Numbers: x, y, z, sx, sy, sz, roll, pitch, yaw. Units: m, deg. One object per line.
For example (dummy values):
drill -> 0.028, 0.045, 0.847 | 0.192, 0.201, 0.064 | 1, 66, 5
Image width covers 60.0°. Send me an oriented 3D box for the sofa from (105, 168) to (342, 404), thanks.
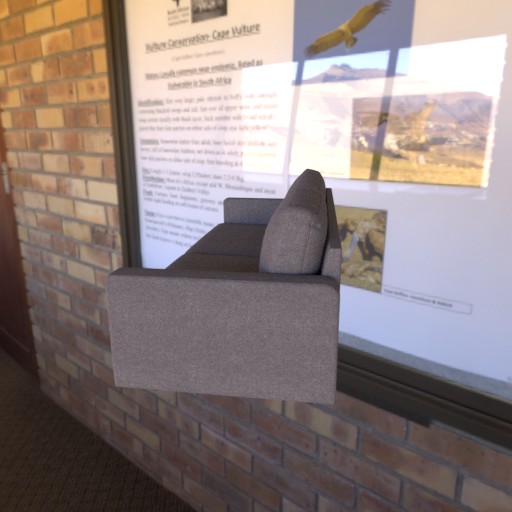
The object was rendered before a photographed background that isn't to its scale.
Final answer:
sofa -> 0.000, 0.000, 2.576 | 0.880, 0.880, 2.100 | 2, 15, 8
